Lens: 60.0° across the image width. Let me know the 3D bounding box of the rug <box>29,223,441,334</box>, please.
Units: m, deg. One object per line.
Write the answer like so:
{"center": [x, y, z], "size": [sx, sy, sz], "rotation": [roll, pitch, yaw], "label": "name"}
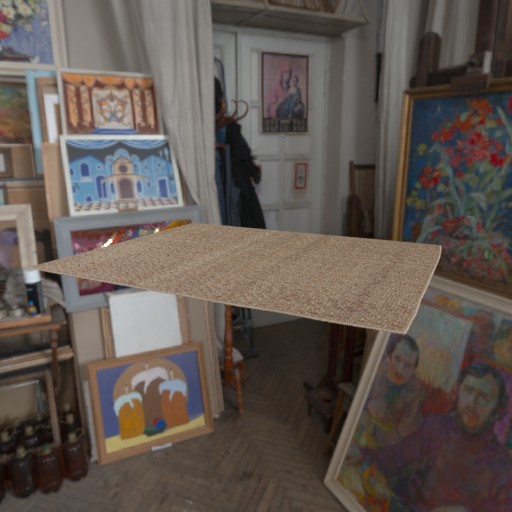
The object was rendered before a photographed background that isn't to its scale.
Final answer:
{"center": [0.000, 0.000, 4.085], "size": [3.048, 0.013, 2.439], "rotation": [7, 16, 26], "label": "rug"}
